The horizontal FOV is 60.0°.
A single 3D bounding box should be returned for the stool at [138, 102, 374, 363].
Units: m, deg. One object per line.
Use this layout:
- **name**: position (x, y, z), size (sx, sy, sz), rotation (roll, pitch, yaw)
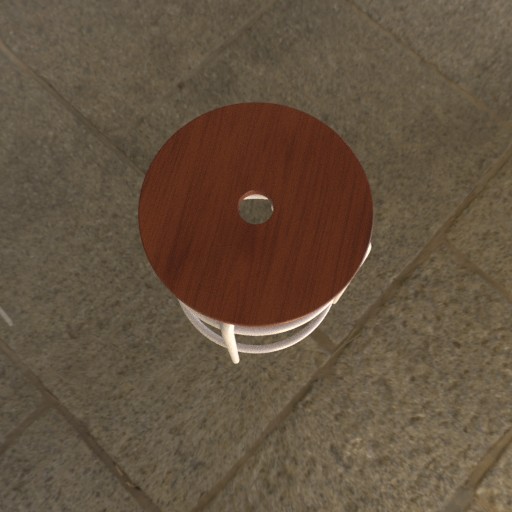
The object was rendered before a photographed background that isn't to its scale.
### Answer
- **stool**: position (0.000, 0.000, 0.925), size (0.455, 0.610, 0.455), rotation (14, 77, 3)
